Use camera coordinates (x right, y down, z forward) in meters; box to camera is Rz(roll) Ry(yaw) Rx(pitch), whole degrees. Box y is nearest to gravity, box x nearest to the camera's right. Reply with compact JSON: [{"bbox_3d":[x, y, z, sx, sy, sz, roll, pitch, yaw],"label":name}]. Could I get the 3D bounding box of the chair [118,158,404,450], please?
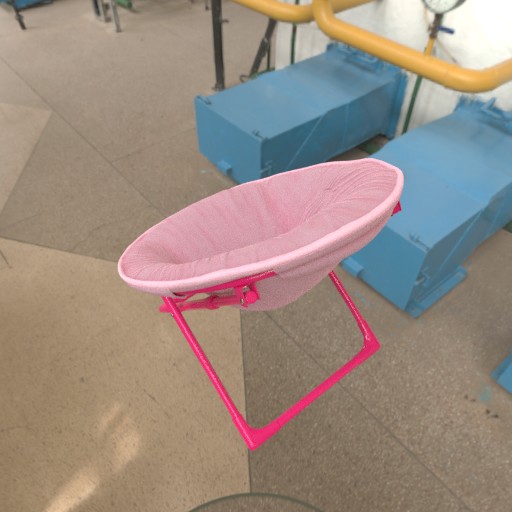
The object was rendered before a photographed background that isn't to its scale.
[{"bbox_3d":[0.000,0.000,0.885,0.522,0.494,0.459,-30,53,-26],"label":"chair"}]
